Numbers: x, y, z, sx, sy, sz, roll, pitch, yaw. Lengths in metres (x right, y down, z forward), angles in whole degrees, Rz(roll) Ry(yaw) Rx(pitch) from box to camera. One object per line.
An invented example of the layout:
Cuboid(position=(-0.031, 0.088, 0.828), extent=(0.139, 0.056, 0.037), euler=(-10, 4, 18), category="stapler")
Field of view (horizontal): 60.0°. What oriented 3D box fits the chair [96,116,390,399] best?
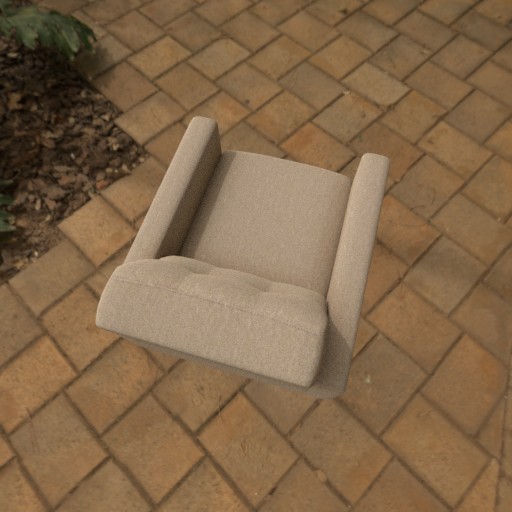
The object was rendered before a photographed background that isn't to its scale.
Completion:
Cuboid(position=(0.000, 0.000, 1.845), extent=(0.897, 0.965, 1.128), euler=(14, 63, 8), category="chair")
